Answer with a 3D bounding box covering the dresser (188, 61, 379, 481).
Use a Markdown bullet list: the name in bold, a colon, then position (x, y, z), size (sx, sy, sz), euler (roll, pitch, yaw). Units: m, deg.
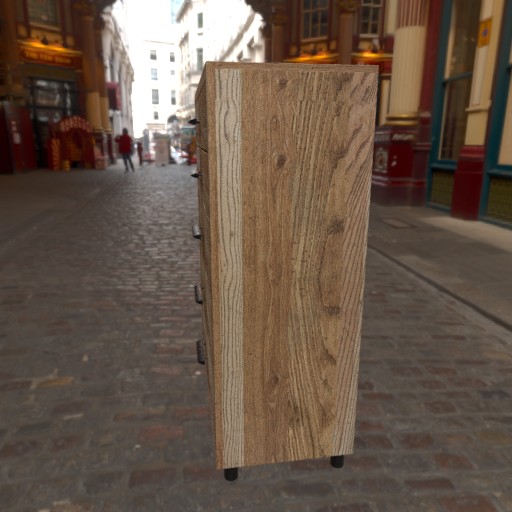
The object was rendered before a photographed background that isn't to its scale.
- **dresser**: position (0.000, 0.000, 1.716), size (0.480, 1.243, 0.966), euler (-2, 15, -9)
